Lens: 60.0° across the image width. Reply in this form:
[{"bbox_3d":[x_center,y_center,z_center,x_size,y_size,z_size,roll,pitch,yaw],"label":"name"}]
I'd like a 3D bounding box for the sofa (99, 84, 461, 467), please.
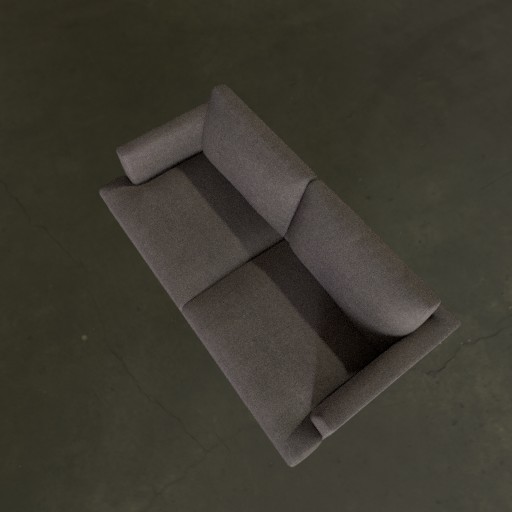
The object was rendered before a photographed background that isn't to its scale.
[{"bbox_3d":[0.000,0.000,2.508,1.020,0.868,1.948,-33,67,-16],"label":"sofa"}]
